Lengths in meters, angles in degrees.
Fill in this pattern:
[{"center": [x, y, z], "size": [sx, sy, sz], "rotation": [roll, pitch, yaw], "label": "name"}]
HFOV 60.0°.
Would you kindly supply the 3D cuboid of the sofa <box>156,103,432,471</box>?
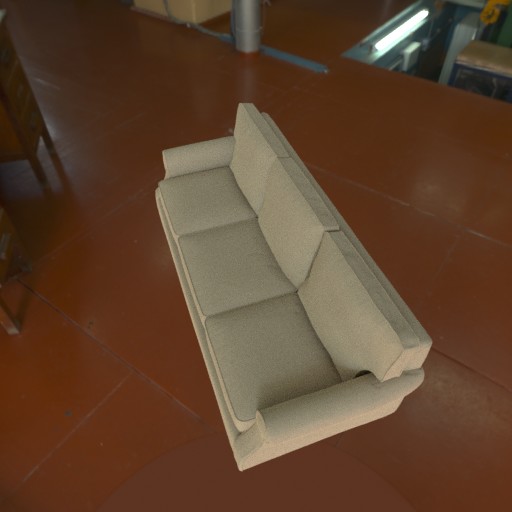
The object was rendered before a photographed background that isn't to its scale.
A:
[{"center": [0.000, 0.000, 2.820], "size": [0.966, 0.948, 2.354], "rotation": [-15, 49, -13], "label": "sofa"}]
